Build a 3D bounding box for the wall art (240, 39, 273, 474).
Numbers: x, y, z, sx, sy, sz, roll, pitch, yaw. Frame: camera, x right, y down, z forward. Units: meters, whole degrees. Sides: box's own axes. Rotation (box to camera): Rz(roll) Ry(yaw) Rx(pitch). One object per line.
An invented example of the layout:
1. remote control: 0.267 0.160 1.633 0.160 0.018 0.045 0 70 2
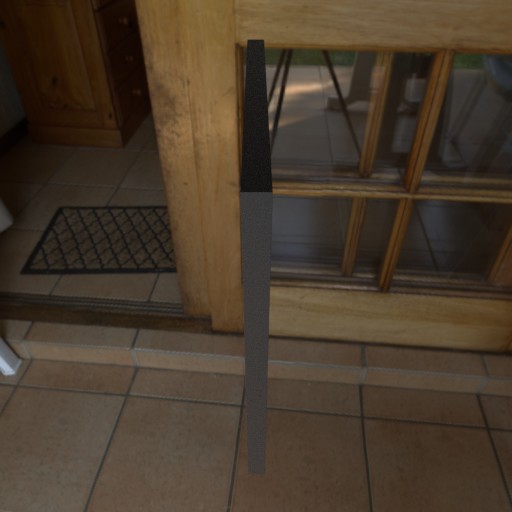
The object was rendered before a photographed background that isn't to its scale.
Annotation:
1. wall art: 0.000 0.000 0.514 0.019 0.381 0.330 0 40 0
